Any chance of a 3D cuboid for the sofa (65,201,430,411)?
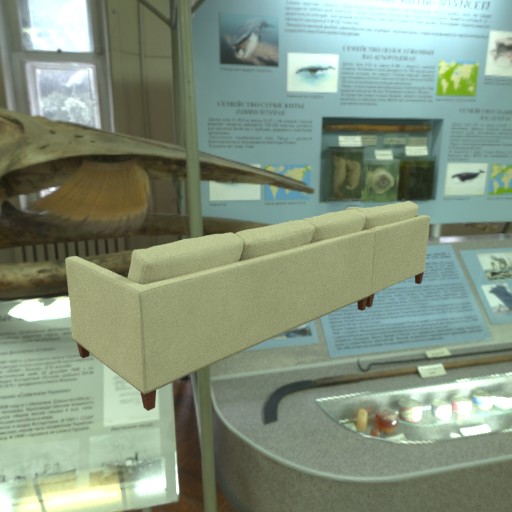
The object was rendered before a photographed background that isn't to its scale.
[{"bbox_3d":[0.000,0.000,3.850,3.186,0.846,1.625,-14,20,-42],"label":"sofa"}]
